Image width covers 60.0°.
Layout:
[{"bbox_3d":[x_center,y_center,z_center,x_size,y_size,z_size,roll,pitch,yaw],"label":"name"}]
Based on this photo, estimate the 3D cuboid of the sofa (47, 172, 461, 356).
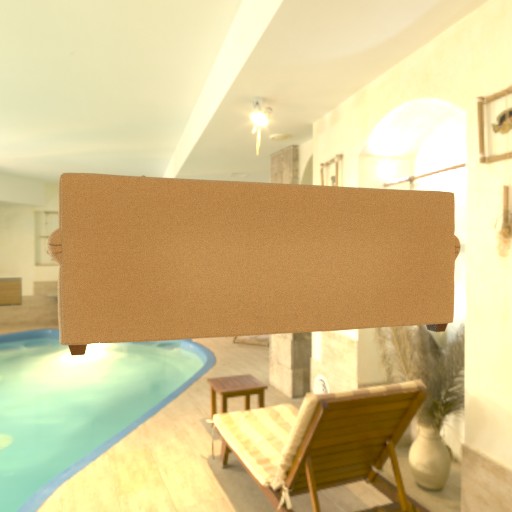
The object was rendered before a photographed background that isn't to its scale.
[{"bbox_3d":[0.000,0.000,2.787,2.285,0.904,1.067,0,0,-18],"label":"sofa"}]
